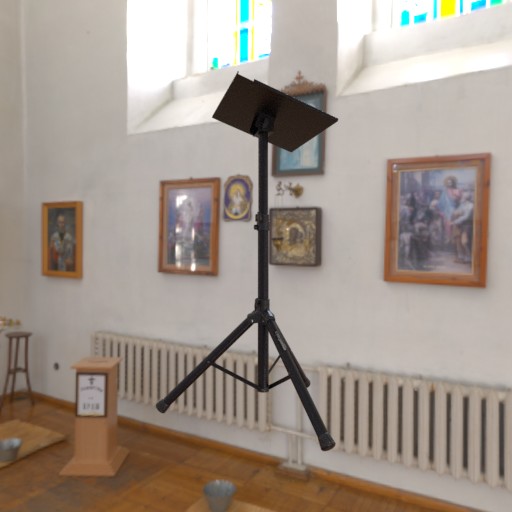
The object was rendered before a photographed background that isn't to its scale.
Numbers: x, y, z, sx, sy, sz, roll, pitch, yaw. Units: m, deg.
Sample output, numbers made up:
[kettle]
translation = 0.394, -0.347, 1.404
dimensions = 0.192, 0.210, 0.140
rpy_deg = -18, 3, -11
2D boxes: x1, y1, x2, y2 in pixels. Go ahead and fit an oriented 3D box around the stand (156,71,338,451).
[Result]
[stand]
translation = 0.000, 0.000, 1.635
dimensions = 0.702, 1.198, 0.702
rpy_deg = 0, -1, -16
